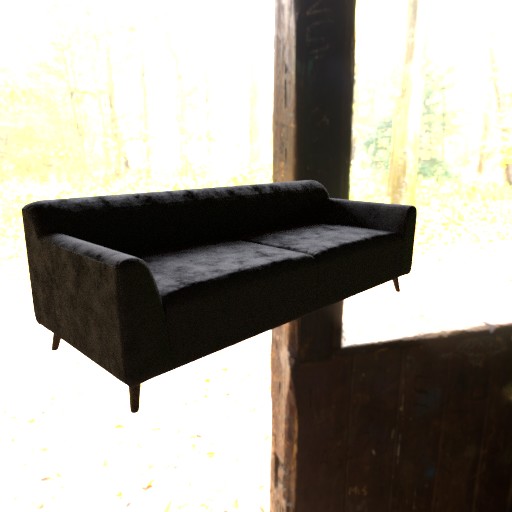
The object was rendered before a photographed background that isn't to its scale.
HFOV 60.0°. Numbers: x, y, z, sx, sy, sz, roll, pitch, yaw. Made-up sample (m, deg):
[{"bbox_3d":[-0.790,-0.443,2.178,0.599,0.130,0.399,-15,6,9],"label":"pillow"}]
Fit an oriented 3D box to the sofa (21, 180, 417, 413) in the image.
[{"bbox_3d":[0.000,0.000,2.563,0.900,0.740,2.190,13,19,43],"label":"sofa"}]
